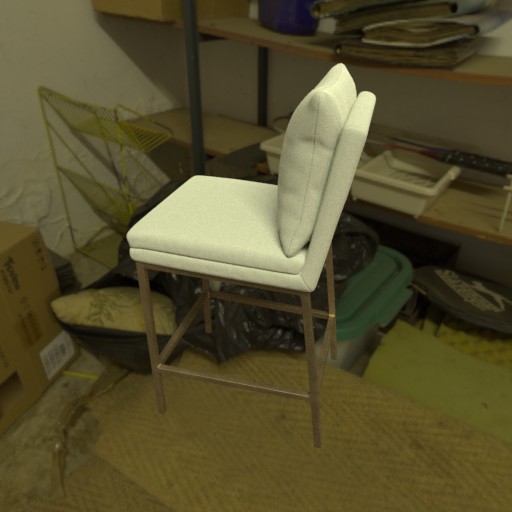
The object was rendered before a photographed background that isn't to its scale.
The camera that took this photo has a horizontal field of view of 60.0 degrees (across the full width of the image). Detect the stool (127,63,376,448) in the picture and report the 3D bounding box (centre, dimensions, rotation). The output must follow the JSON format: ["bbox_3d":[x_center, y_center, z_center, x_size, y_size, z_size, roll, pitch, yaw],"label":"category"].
[{"bbox_3d":[0.000,0.000,1.328,0.572,1.032,0.463,8,31,13],"label":"stool"}]
